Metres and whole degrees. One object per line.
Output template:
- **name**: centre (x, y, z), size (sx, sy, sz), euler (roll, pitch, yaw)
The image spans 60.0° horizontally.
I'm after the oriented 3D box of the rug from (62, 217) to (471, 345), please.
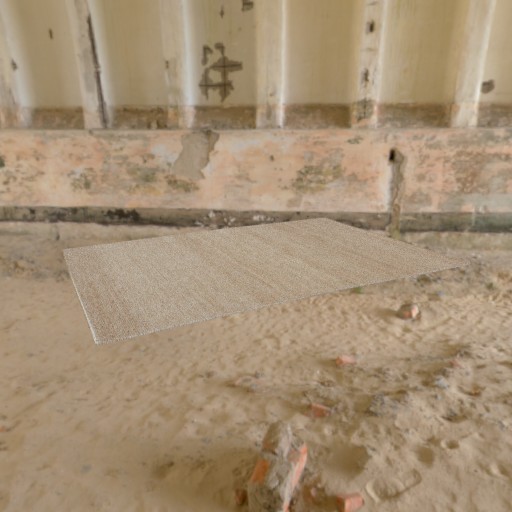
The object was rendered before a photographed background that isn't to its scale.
- **rug**: centre (0.000, 0.000, 3.038), size (2.346, 0.029, 1.574), euler (-9, 19, -26)
